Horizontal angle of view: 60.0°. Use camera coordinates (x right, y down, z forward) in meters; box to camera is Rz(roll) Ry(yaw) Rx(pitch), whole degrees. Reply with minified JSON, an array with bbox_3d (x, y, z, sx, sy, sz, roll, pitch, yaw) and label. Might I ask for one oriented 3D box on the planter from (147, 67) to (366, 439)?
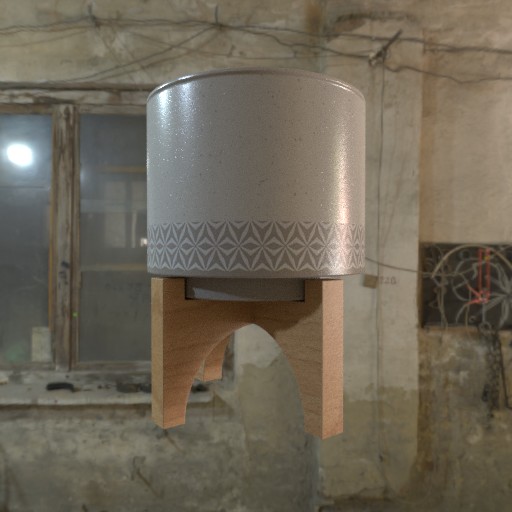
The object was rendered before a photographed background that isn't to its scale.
[{"bbox_3d":[0.000,0.000,0.271,0.130,0.178,0.130,0,1,0],"label":"planter"}]
